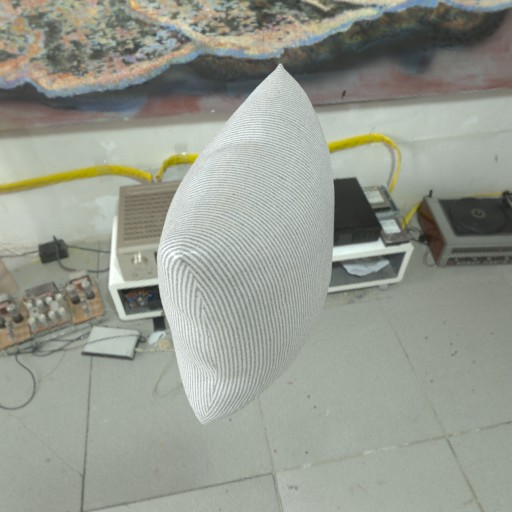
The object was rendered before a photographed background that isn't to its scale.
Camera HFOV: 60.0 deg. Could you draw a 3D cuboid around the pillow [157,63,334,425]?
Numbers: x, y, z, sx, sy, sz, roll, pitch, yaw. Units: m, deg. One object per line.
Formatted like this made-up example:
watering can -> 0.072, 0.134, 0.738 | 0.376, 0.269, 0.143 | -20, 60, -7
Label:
pillow -> 0.000, 0.000, 0.704 | 0.387, 0.432, 0.310 | -32, 54, -27
